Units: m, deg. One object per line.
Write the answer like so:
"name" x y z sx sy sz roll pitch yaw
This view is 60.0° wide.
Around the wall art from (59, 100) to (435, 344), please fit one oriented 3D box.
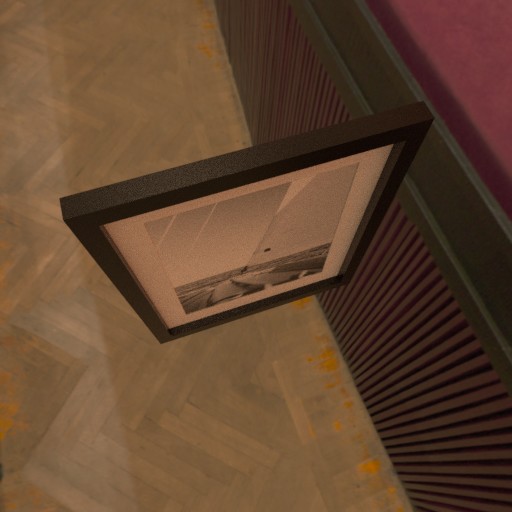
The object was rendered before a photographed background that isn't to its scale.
"wall art" 0.000 0.000 0.781 0.461 0.558 0.031 -17 66 -8
